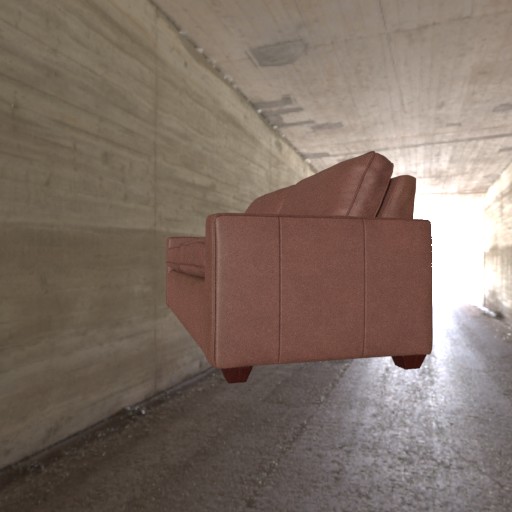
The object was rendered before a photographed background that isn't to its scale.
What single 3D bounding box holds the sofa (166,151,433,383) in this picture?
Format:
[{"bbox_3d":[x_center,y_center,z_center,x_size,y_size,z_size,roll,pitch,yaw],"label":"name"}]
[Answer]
[{"bbox_3d":[0.000,0.000,2.625,0.940,0.919,2.080,0,0,-16],"label":"sofa"}]
